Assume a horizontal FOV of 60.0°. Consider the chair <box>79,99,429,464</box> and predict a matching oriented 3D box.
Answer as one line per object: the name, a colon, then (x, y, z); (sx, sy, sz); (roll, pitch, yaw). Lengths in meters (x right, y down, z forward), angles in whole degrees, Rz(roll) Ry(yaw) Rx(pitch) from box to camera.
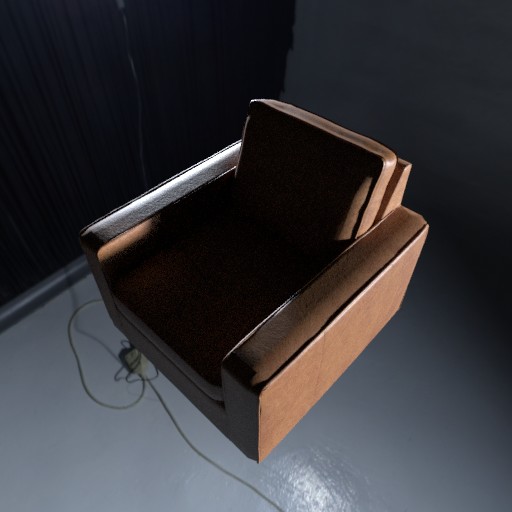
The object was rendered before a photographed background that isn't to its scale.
chair: (0.000, 0.000, 1.770); (0.987, 0.901, 1.027); (32, 54, 27)
